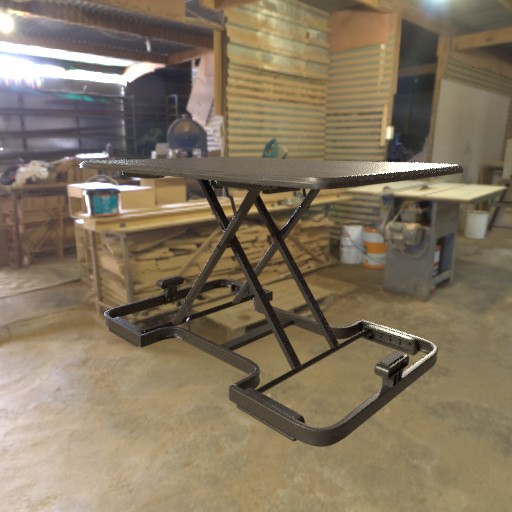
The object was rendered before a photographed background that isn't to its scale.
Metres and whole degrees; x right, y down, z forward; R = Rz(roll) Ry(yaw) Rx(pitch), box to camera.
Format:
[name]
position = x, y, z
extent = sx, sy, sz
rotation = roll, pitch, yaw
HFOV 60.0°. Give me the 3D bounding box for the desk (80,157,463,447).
[desk]
position = 0.000, 0.000, 1.140
extent = 0.820, 0.470, 0.546
rotation = 14, 20, 43
